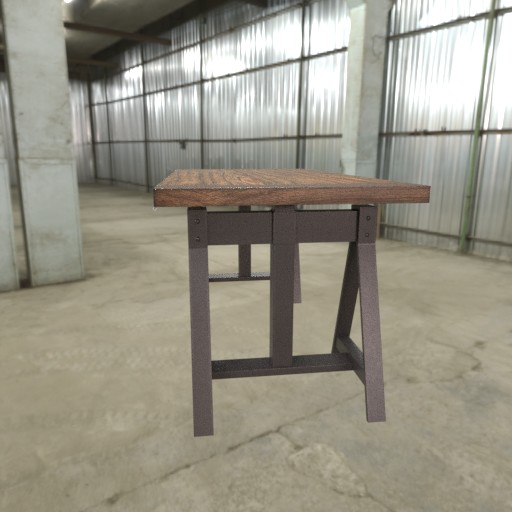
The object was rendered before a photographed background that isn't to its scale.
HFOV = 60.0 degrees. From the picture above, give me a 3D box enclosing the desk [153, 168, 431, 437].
[{"bbox_3d":[0.000,0.000,2.006,0.784,0.725,1.543,-2,13,-7],"label":"desk"}]
